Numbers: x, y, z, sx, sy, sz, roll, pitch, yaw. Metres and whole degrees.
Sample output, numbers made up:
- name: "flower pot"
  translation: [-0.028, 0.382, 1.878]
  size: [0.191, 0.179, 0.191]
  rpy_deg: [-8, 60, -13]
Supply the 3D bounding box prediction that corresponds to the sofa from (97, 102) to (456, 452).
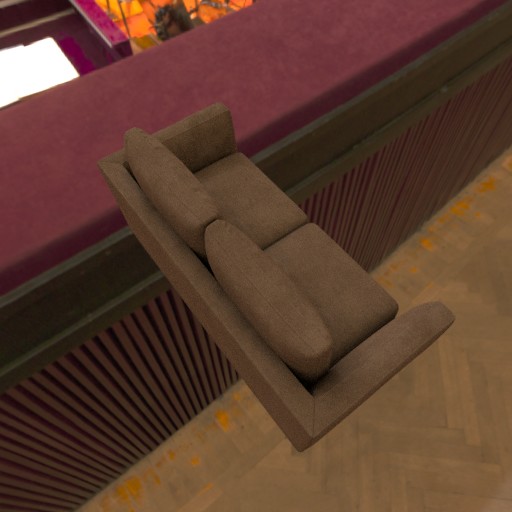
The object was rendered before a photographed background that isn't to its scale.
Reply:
- name: "sofa"
  translation: [0.000, 0.000, 2.392]
  size: [0.855, 1.013, 1.832]
  rpy_deg: [-33, 63, -19]
